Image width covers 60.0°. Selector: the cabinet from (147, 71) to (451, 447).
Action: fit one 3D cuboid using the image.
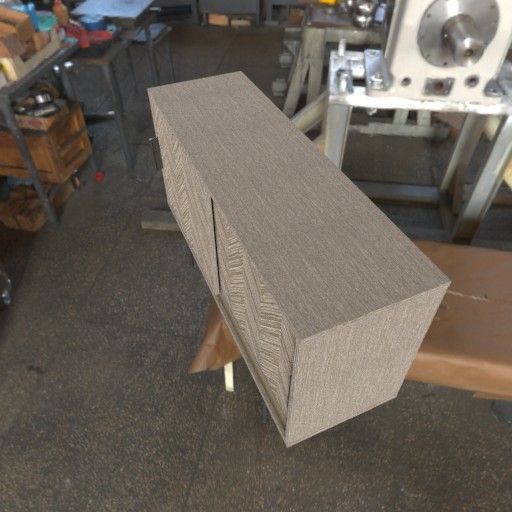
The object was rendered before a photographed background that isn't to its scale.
[{"bbox_3d":[0.000,0.000,1.574,0.405,0.787,1.194,-18,48,-17],"label":"cabinet"}]
